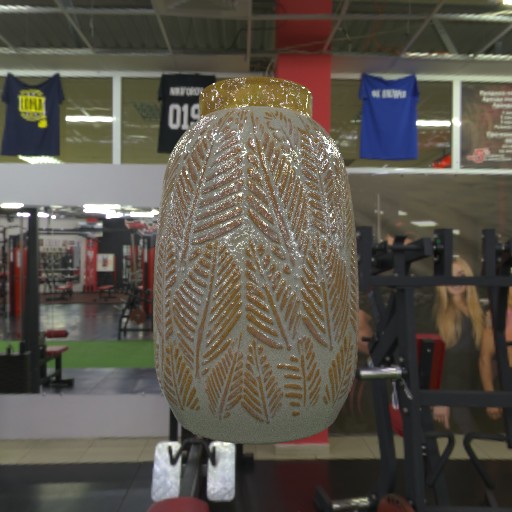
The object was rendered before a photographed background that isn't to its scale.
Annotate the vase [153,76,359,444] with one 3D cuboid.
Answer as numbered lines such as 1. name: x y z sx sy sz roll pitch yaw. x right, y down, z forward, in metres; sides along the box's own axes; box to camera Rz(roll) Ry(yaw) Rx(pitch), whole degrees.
1. vase: 0.000 0.000 0.380 0.172 0.270 0.172 0 0 0
